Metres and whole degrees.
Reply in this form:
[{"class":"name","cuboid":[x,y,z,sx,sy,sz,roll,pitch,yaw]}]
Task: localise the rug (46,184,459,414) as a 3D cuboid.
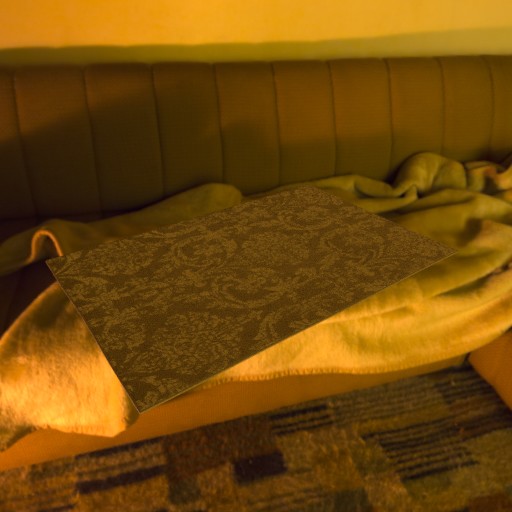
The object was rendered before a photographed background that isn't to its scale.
[{"class":"rug","cuboid":[0.000,0.000,2.340,1.824,0.012,1.206,-20,36,-31]}]
